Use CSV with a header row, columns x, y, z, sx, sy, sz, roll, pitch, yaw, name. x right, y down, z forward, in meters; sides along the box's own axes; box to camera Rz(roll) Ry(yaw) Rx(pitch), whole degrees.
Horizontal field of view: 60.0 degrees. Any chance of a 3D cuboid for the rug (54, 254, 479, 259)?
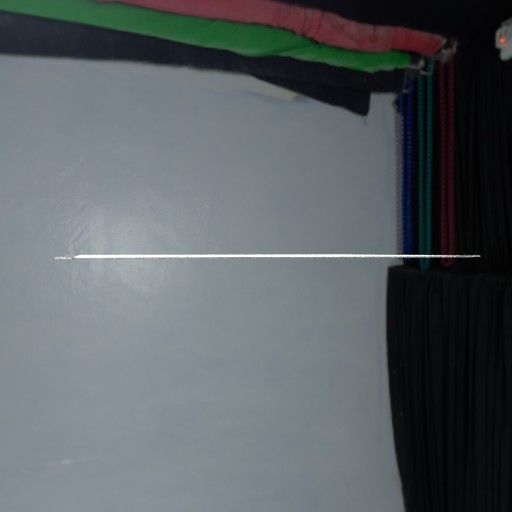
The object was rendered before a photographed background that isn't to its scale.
x,y,z,sx,sy,sz,roll,pitch,yaw,name
0.000,0.000,3.046,2.440,0.010,1.528,0,1,-21,rug
